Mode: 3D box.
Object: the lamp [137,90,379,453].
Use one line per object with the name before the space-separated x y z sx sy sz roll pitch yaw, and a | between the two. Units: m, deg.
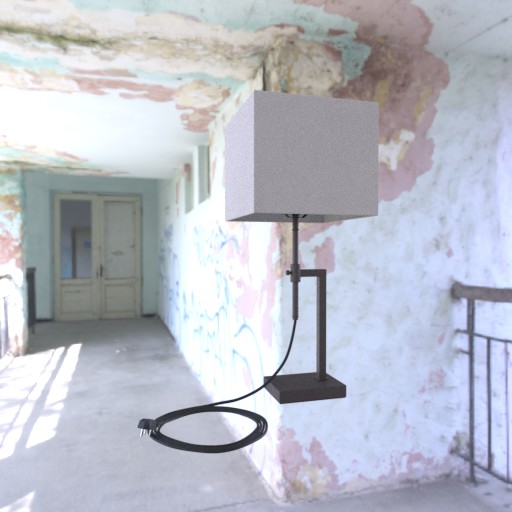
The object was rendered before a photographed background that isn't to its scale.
lamp | 0.000 0.000 0.964 0.504 0.660 0.399 0 1 -16
